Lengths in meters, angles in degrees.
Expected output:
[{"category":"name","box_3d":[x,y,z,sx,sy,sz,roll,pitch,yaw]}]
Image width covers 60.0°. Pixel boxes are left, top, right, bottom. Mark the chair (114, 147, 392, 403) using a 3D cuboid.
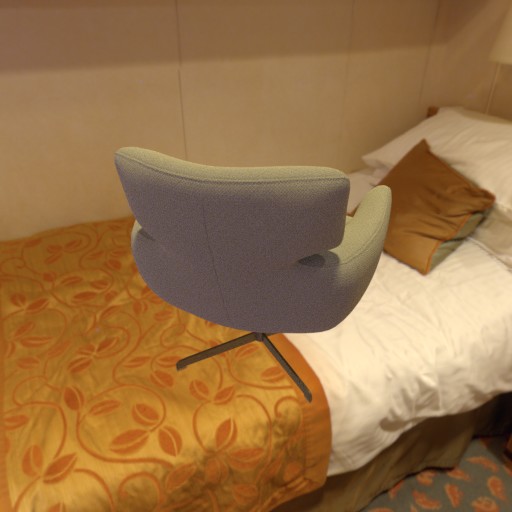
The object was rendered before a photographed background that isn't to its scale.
[{"category":"chair","box_3d":[0.000,0.000,1.379,0.760,0.810,0.730,9,33,15]}]
